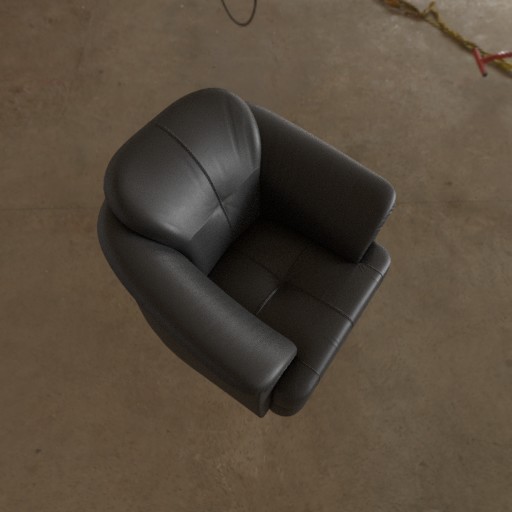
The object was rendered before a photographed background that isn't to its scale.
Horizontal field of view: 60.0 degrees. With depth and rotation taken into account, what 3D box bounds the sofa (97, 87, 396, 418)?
[{"bbox_3d":[0.000,0.000,1.530,0.794,0.811,0.870,31,63,18],"label":"sofa"}]
